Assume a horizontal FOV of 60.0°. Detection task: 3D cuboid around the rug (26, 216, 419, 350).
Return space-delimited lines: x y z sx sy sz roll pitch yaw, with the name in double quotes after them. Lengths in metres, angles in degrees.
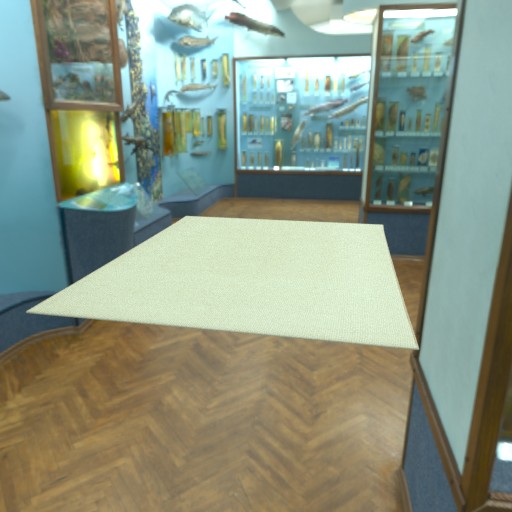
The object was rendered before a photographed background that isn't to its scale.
0.000 0.000 4.072 2.462 0.018 3.039 3 18 11 "rug"
